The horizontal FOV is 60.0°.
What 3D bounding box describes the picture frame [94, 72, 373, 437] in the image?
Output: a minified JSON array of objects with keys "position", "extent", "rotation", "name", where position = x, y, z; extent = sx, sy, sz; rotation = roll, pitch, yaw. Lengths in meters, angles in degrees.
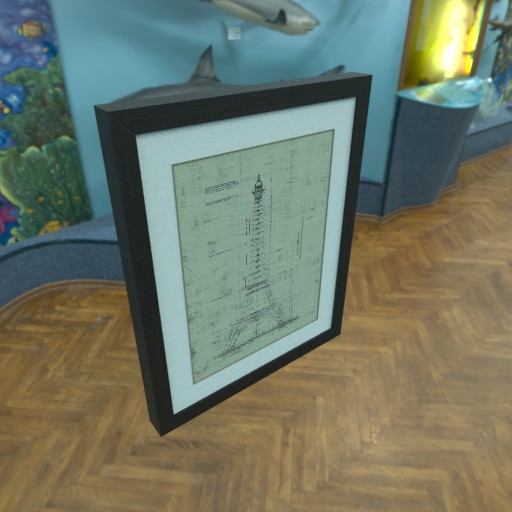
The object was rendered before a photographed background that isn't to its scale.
[{"position":[0.000,0.000,0.771],"extent":[0.452,0.555,0.044],"rotation":[-21,36,-32],"name":"picture frame"}]
